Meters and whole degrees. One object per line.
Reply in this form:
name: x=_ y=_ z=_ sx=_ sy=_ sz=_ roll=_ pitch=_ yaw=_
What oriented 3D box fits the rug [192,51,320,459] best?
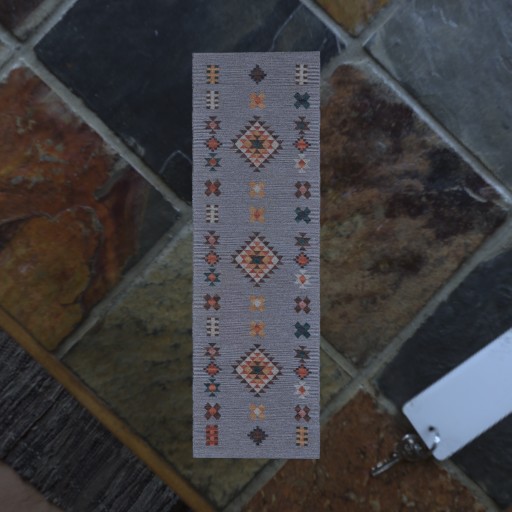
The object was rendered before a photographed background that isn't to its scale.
rug: x=0.000 y=0.000 z=2.657 sx=0.766 sy=0.008 sz=2.432 roll=0 pitch=90 yaw=1
